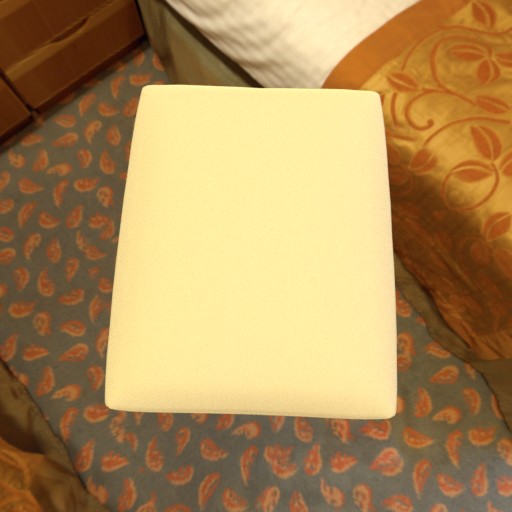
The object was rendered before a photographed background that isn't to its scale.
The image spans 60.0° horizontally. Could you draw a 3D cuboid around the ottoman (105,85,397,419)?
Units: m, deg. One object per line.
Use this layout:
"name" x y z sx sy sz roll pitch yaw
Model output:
"ottoman" 0.000 0.000 1.120 0.584 0.513 0.741 2 74 0
